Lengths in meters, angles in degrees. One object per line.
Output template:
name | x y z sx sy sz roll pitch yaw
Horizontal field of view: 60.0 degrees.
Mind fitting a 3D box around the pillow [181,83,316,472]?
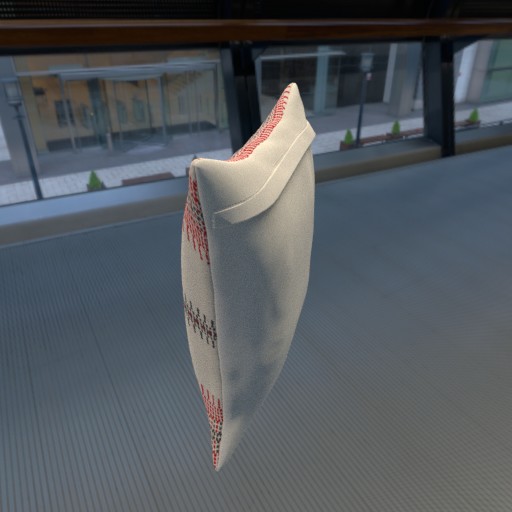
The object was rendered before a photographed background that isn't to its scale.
pillow | 0.000 0.000 0.704 0.160 0.454 0.463 8 31 13
